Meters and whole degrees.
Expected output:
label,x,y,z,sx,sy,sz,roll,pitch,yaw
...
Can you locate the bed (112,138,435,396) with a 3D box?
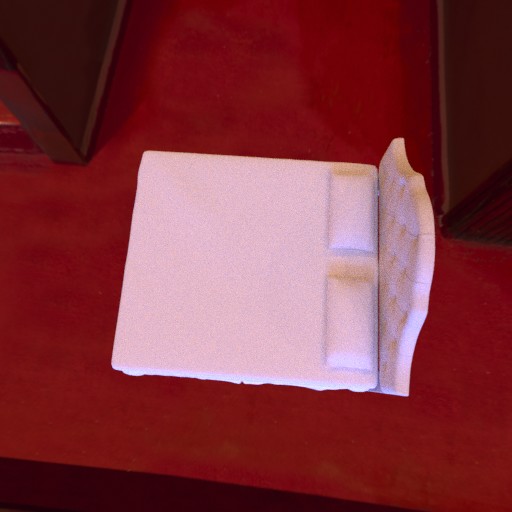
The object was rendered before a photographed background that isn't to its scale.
label,x,y,z,sx,sy,sz,roll,pitch,yaw
bed,0.000,0.000,3.523,2.214,1.615,2.008,4,75,1
